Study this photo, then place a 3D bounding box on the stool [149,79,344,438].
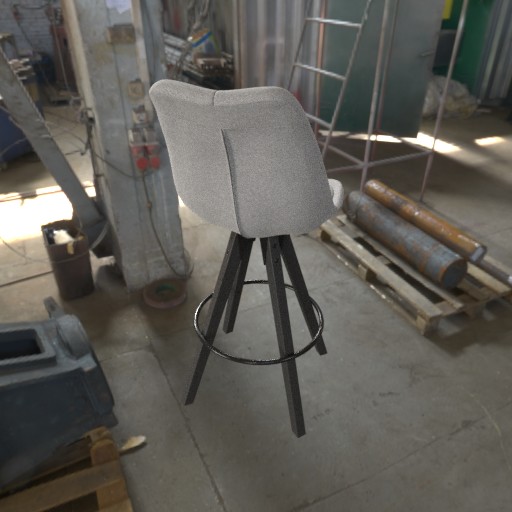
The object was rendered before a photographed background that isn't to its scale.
[{"bbox_3d":[0.000,0.000,1.394,0.485,1.115,0.550,10,33,15],"label":"stool"}]
